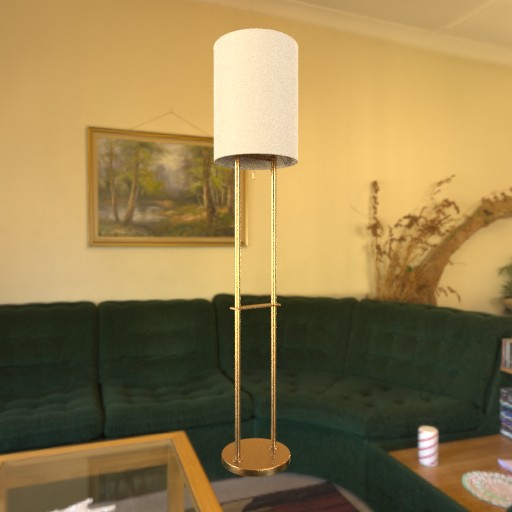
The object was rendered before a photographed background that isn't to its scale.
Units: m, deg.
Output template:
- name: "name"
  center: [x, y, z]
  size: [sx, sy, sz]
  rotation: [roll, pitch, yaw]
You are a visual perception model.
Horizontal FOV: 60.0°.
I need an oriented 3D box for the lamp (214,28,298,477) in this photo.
- name: "lamp"
  center: [0.000, 0.000, 1.620]
  size: [0.306, 1.500, 0.305]
  rotation: [-1, 1, -37]
